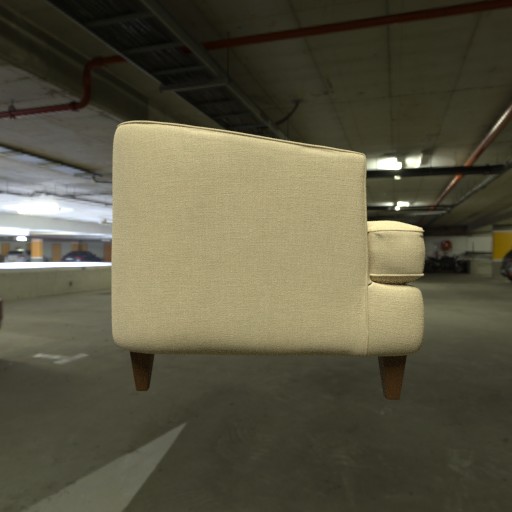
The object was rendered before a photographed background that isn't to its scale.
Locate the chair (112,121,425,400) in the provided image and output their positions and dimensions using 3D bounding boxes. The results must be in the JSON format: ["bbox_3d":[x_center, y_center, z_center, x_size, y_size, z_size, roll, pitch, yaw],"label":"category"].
[{"bbox_3d":[0.000,0.000,1.708,0.914,0.787,1.118,0,0,-1],"label":"chair"}]
